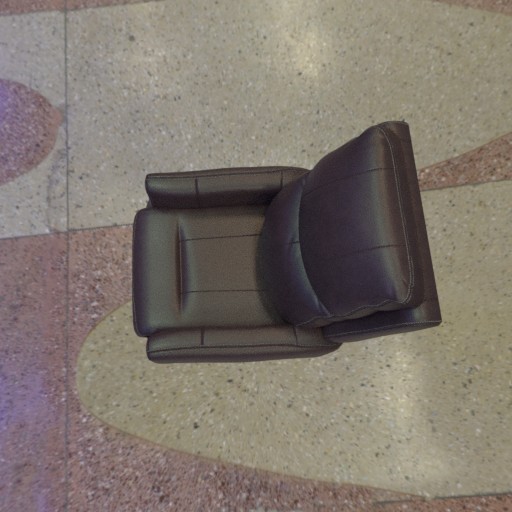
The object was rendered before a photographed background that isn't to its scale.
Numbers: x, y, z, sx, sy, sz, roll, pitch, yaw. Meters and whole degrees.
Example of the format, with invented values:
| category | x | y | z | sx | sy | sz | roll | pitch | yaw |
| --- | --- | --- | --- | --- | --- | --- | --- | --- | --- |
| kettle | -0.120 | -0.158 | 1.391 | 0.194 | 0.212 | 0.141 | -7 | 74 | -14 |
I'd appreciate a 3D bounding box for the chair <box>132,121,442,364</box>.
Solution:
| category | x | y | z | sx | sy | sz | roll | pitch | yaw |
| --- | --- | --- | --- | --- | --- | --- | --- | --- | --- |
| chair | 0.000 | 0.000 | 1.796 | 1.080 | 1.030 | 0.829 | -4 | 76 | -1 |
